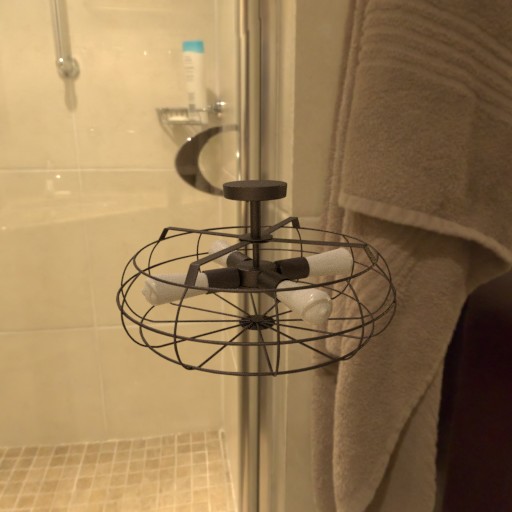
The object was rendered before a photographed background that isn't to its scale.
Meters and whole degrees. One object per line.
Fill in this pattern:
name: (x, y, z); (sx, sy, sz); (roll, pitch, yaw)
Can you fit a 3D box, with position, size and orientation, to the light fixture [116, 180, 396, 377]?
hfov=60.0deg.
light fixture: (0.000, 0.000, 0.947); (0.582, 0.311, 0.582); (0, 15, 0)
